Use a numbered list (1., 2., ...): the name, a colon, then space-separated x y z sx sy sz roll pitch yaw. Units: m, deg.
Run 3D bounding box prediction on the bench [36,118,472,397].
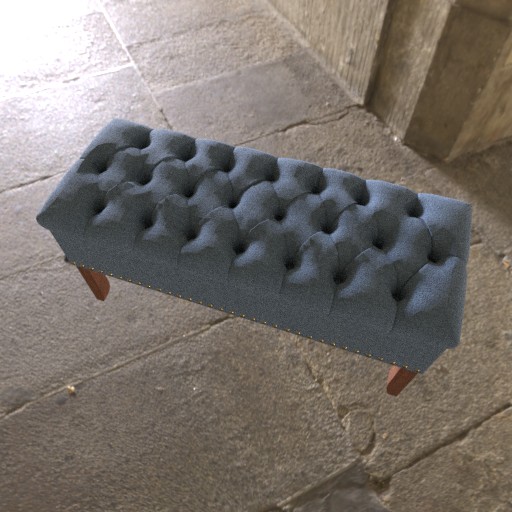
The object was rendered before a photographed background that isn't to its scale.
1. bench: 0.000 0.000 1.305 1.052 0.492 0.417 16 58 10
